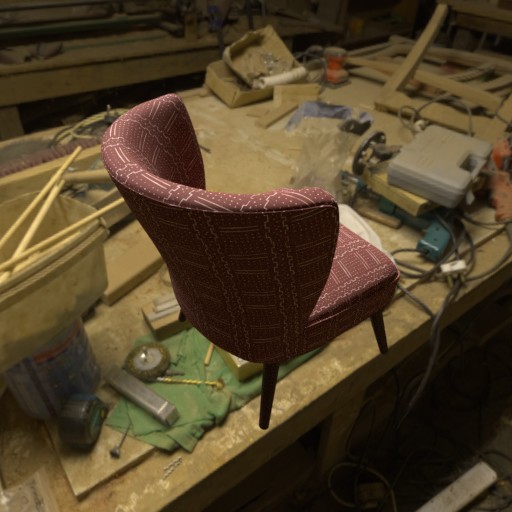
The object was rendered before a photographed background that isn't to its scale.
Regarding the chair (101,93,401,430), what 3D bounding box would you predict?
[{"bbox_3d":[0.000,0.000,1.373,0.758,0.866,0.706,-25,46,-26],"label":"chair"}]
